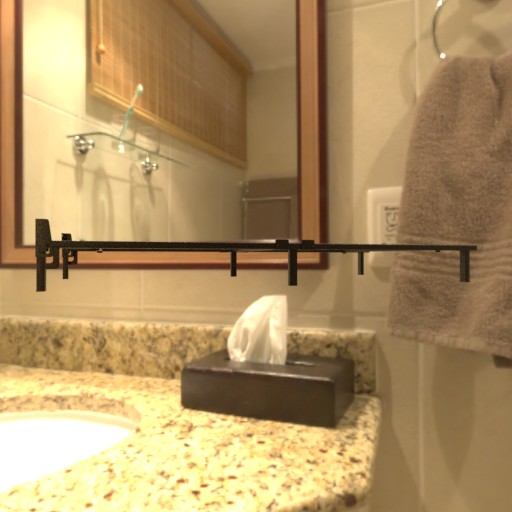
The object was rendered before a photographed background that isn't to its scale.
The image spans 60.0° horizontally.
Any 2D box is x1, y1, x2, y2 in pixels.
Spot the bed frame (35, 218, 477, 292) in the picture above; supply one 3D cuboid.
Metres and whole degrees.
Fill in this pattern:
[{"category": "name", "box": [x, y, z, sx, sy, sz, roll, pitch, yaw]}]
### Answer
[{"category": "bed frame", "box": [0.000, 0.000, 2.257, 1.897, 0.248, 0.968, 0, 0, -18]}]
